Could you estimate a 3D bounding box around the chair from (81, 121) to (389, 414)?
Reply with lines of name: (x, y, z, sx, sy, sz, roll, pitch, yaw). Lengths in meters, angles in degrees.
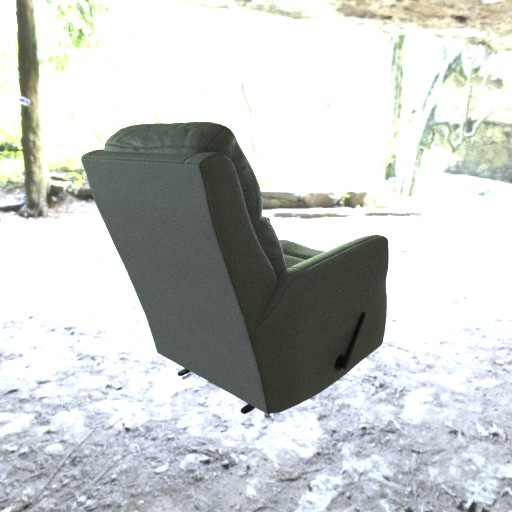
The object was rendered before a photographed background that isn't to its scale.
chair: (0.000, 0.000, 1.817, 0.829, 1.030, 1.080, 14, 20, 42)
